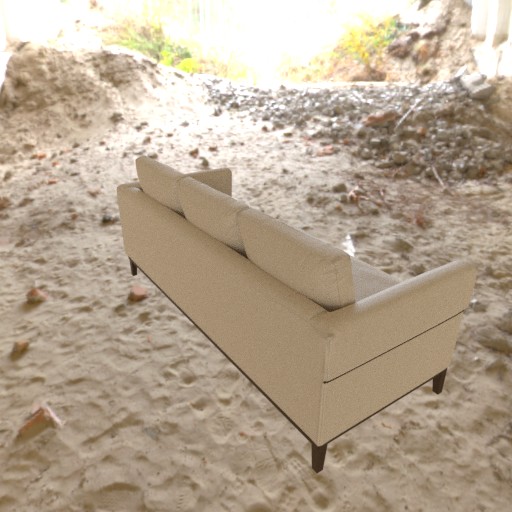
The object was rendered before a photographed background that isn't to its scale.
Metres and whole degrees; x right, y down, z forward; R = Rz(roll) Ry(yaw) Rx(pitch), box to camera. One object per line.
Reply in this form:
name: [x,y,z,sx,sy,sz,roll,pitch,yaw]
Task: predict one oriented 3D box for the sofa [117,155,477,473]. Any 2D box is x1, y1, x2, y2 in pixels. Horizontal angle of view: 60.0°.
sofa: [0.000,0.000,2.619,0.902,0.911,2.198,-16,30,-31]
